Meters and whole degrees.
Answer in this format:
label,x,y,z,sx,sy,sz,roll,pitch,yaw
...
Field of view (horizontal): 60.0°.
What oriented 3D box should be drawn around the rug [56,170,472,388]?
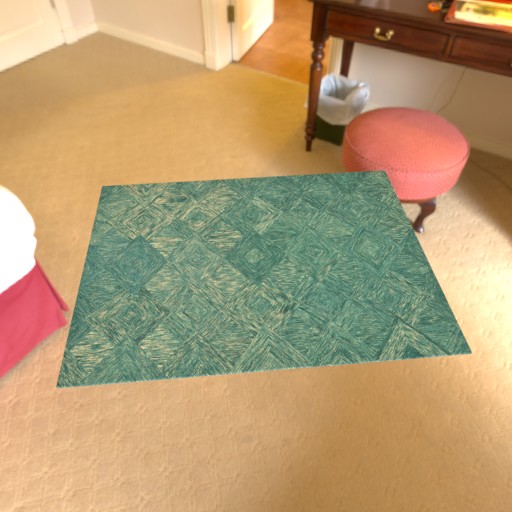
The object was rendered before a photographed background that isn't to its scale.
label,x,y,z,sx,sy,sz,roll,pitch,yaw
rug,0.000,0.000,4.222,3.217,0.027,2.405,-4,47,-4
